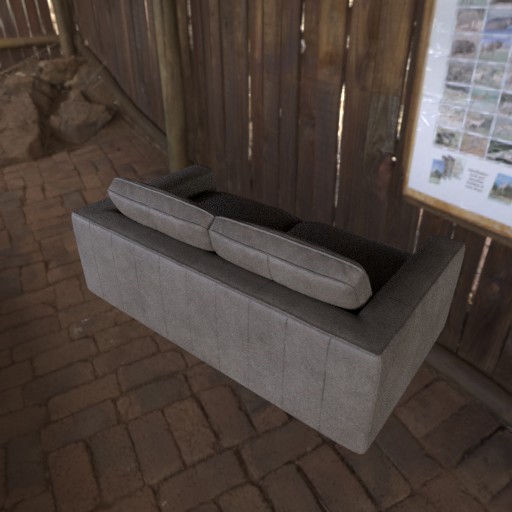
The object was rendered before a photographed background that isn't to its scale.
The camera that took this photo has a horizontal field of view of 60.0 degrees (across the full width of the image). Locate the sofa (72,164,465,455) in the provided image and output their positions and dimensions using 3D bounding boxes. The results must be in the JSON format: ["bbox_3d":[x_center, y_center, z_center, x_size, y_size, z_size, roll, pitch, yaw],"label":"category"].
[{"bbox_3d":[0.000,0.000,2.475,1.920,0.800,1.070,22,38,32],"label":"sofa"}]
